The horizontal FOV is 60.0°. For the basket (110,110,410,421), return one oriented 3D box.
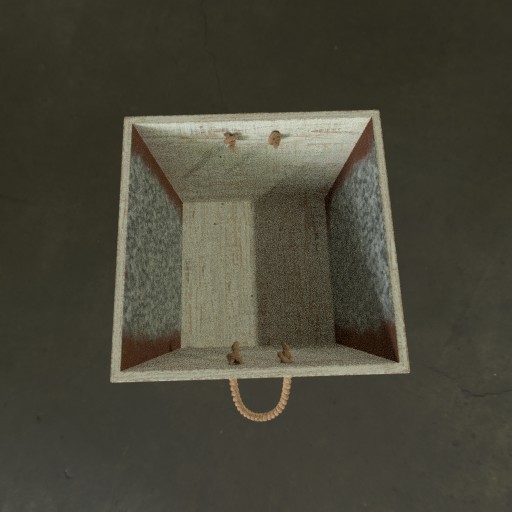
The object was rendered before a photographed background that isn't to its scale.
[{"bbox_3d":[0.000,0.000,0.782,0.413,0.247,0.545,-2,75,0],"label":"basket"}]
